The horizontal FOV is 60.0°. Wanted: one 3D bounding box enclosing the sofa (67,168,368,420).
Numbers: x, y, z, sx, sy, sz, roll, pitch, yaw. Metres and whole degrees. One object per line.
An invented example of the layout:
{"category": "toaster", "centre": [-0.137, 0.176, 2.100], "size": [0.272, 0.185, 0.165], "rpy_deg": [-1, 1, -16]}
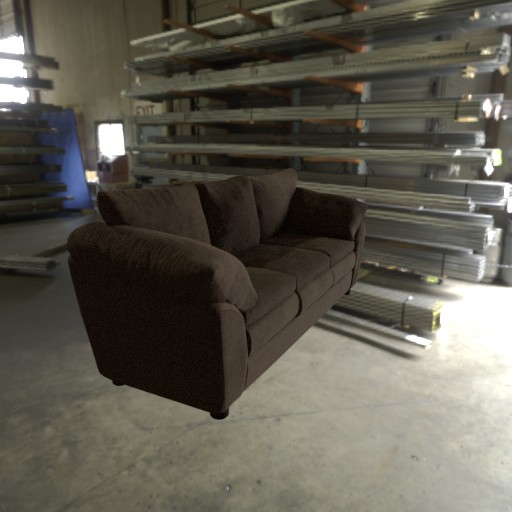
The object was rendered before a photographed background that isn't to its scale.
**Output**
{"category": "sofa", "centre": [0.000, 0.000, 2.891], "size": [0.878, 1.015, 2.336], "rpy_deg": [8, 16, 27]}
